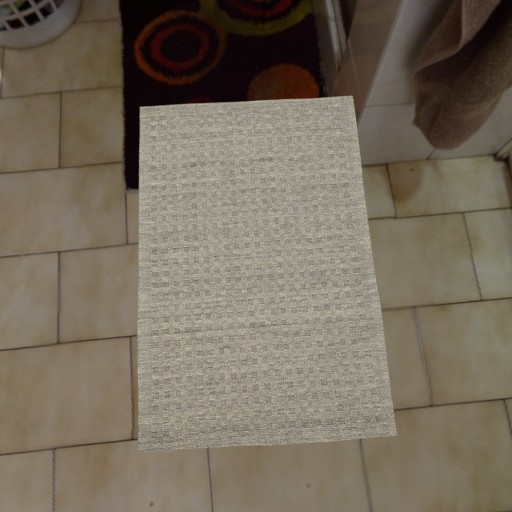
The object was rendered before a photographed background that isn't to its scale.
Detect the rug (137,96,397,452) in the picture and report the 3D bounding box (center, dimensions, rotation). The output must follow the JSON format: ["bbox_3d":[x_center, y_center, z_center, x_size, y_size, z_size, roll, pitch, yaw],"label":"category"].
[{"bbox_3d":[0.000,0.000,2.887,1.532,0.018,2.297,-3,75,-1],"label":"rug"}]
